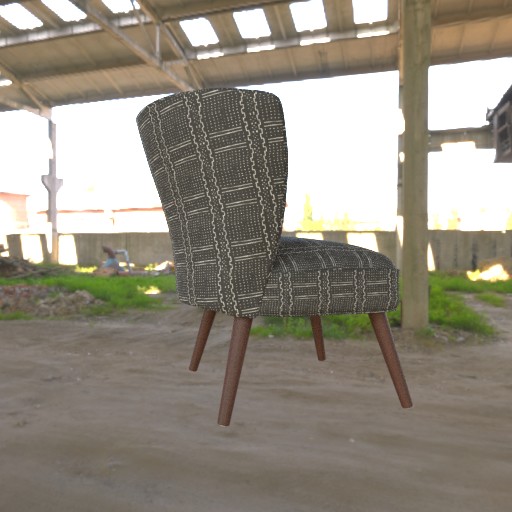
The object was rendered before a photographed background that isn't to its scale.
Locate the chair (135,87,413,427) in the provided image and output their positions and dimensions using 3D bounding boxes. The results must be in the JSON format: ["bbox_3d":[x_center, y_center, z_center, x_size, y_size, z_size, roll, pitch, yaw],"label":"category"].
[{"bbox_3d":[0.000,0.000,1.445,0.758,0.866,0.710,0,0,-16],"label":"chair"}]
